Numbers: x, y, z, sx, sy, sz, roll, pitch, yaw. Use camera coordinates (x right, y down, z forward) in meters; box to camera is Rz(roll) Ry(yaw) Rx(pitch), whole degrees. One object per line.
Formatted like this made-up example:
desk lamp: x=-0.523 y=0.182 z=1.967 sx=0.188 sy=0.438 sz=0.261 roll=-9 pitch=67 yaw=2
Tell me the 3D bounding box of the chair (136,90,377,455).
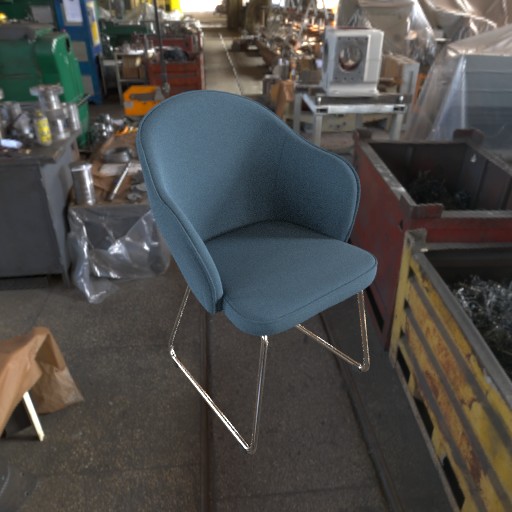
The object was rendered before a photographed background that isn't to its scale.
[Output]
chair: x=0.000 y=0.000 z=1.265 sx=0.570 sy=0.815 sz=0.585 roll=-23 pitch=38 yaw=-33
